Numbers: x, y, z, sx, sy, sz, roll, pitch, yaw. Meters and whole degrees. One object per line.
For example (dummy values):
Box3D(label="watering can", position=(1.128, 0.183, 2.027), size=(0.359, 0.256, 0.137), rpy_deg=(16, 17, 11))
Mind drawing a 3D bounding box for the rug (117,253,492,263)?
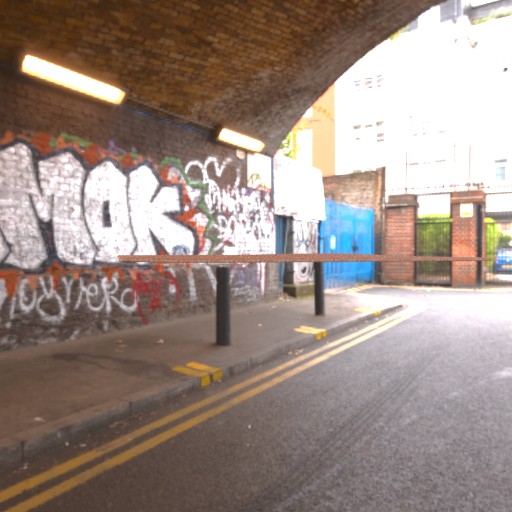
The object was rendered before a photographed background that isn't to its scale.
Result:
Box3D(label="rug", position=(0.000, 0.000, 4.100), size=(2.453, 0.043, 3.052), rpy_deg=(0, 1, -17))
